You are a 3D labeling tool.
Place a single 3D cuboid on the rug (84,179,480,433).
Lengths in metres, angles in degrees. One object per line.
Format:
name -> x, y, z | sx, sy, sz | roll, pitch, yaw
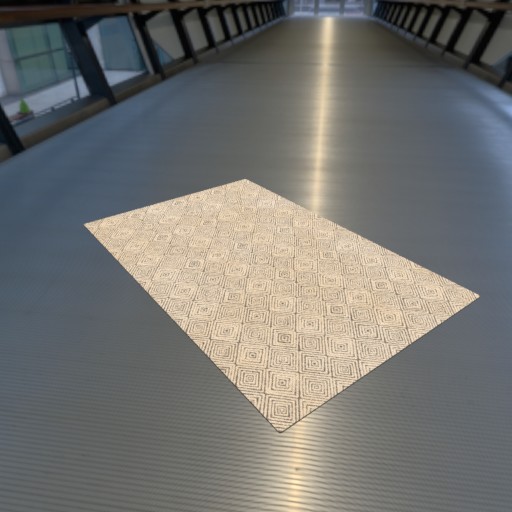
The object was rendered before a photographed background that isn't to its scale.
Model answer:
rug -> 0.000, 0.000, 2.291 | 1.175, 0.008, 1.783 | -22, 37, -31
